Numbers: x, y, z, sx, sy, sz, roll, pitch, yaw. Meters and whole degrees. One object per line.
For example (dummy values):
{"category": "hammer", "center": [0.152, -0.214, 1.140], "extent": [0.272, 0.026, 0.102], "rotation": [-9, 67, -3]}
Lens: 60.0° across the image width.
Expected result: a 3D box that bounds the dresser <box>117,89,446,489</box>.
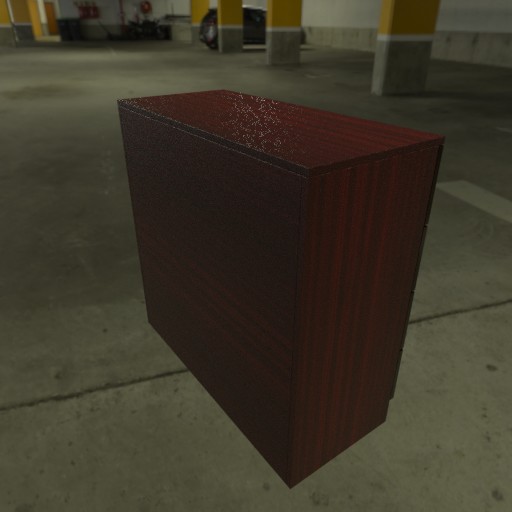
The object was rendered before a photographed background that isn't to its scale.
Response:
{"category": "dresser", "center": [0.000, 0.000, 1.159], "extent": [0.360, 0.720, 0.750], "rotation": [-19, 33, -31]}
